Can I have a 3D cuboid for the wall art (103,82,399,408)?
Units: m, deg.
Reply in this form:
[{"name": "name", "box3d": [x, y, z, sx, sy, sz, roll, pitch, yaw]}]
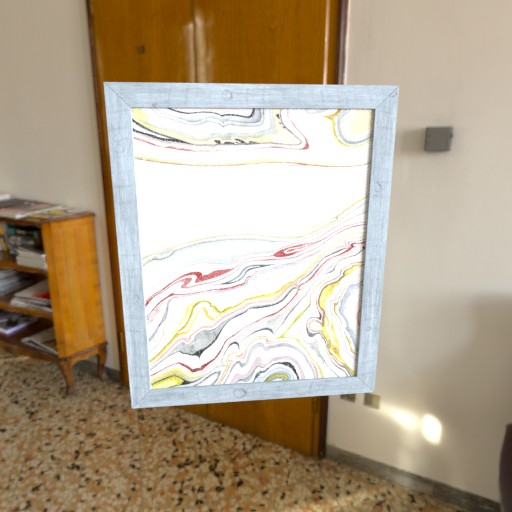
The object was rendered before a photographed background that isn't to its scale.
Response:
[{"name": "wall art", "box3d": [0.000, 0.000, 0.803, 0.479, 0.582, 0.022, -2, 16, -6]}]
